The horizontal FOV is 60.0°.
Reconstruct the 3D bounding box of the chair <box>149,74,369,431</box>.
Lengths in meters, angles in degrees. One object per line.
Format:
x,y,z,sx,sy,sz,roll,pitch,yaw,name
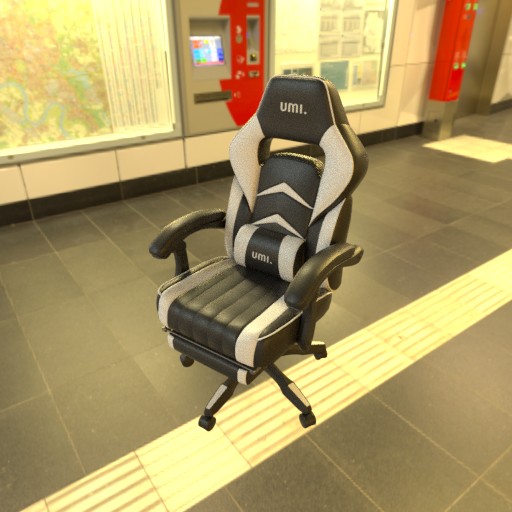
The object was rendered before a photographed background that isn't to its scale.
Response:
0.000,0.000,1.643,0.676,1.200,0.700,18,33,30,chair
